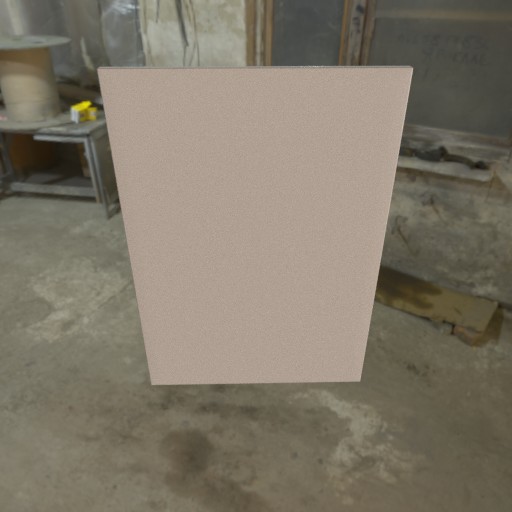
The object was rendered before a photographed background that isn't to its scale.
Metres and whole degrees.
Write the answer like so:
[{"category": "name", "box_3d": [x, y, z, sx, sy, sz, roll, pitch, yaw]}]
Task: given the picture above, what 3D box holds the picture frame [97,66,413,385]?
[{"category": "picture frame", "box_3d": [0.000, 0.000, 0.674, 0.381, 0.534, 0.012, -1, 31, -1]}]
